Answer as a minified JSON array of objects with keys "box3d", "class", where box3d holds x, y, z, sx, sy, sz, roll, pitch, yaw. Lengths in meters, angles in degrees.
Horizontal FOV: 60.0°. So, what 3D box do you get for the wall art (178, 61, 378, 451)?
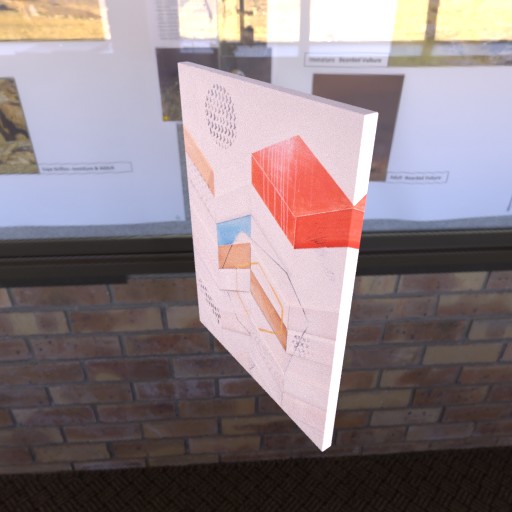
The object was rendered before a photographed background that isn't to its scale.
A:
[{"box3d":[0.000,0.000,1.361,0.045,1.014,0.759,-21,37,-30],"class":"wall art"}]
